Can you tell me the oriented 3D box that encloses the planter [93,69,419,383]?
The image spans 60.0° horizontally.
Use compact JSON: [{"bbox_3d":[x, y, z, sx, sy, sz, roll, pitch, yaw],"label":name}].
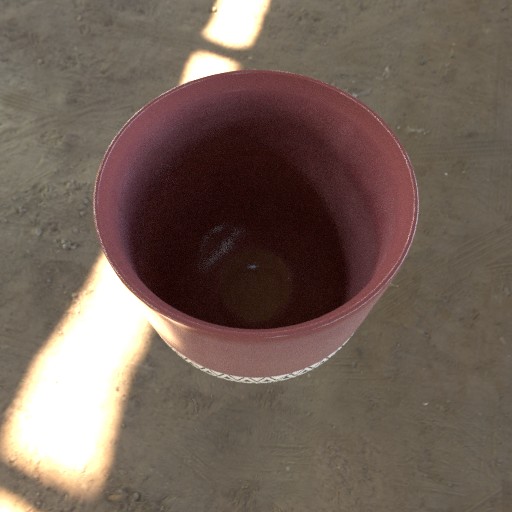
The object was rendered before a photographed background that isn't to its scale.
[{"bbox_3d":[0.000,0.000,0.484,0.266,0.270,0.266,0,63,0],"label":"planter"}]
